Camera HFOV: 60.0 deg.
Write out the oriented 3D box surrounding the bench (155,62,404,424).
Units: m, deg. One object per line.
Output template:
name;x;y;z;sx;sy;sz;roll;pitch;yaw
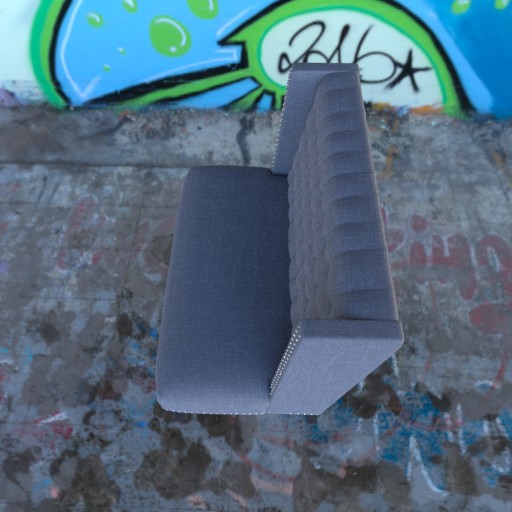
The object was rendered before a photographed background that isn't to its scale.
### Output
bench;0.000;0.000;2.016;0.842;1.121;1.276;1;57;1
